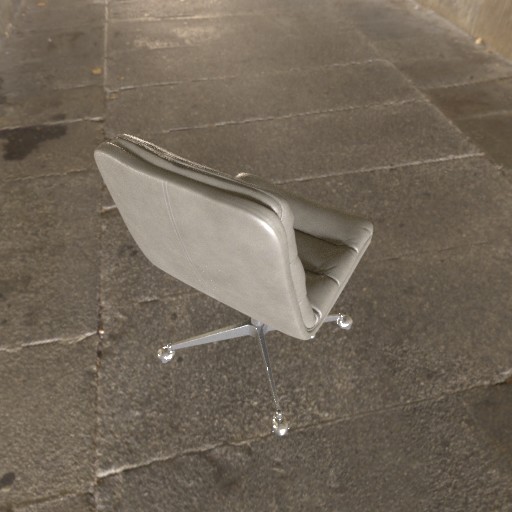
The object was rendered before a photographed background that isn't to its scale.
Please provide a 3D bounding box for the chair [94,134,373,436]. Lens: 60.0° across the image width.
[{"bbox_3d":[0.000,0.000,1.026,0.422,0.738,0.485,24,51,22],"label":"chair"}]
